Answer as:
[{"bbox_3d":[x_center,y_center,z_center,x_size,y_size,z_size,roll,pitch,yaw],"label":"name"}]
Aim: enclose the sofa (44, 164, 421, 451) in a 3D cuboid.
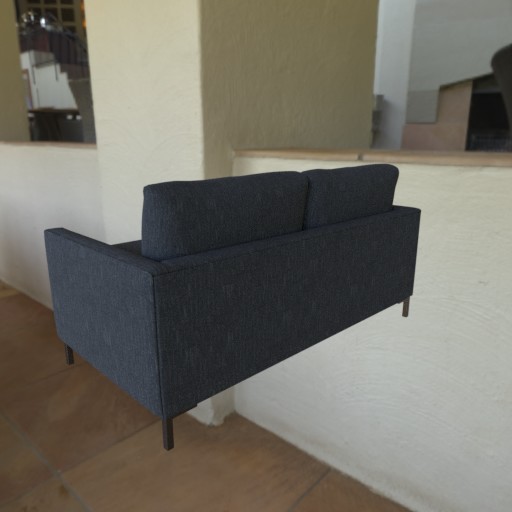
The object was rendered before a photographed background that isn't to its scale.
[{"bbox_3d":[0.000,0.000,2.181,1.716,0.862,0.866,-14,20,-42],"label":"sofa"}]
